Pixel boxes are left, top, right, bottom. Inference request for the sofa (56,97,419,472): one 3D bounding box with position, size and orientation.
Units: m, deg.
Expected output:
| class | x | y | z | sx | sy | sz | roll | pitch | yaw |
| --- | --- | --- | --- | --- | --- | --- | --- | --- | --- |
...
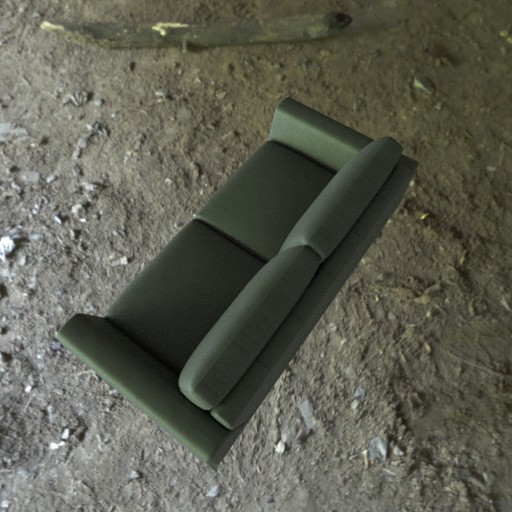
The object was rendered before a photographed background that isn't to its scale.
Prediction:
| class | x | y | z | sx | sy | sz | roll | pitch | yaw |
| --- | --- | --- | --- | --- | --- | --- | --- | --- | --- |
| sofa | 0.000 | 0.000 | 2.517 | 0.953 | 0.875 | 2.017 | 33 | 66 | 16 |
